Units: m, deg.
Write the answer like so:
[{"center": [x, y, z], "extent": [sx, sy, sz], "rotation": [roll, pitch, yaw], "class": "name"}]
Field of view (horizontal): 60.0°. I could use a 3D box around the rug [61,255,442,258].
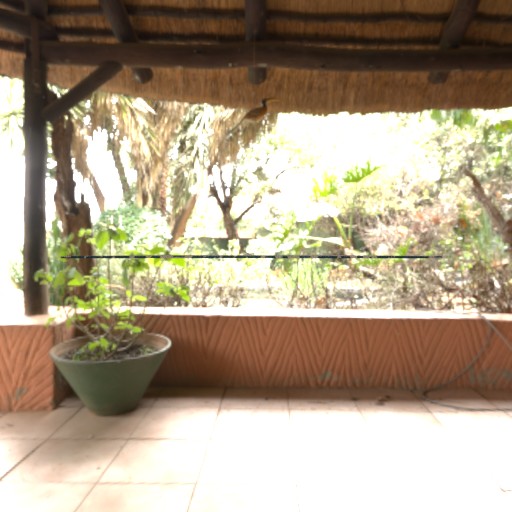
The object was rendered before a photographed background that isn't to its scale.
[{"center": [0.000, 0.000, 2.325], "extent": [1.220, 0.007, 1.828], "rotation": [0, 0, 1], "class": "rug"}]
